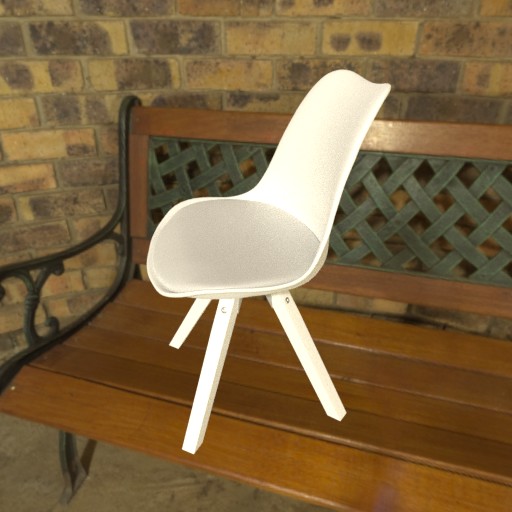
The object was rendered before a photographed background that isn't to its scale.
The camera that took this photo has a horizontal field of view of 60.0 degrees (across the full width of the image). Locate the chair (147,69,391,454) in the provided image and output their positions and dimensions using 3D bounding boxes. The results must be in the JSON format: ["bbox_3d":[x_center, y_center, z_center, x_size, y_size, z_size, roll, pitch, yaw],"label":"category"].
[{"bbox_3d":[0.000,0.000,1.145,0.550,0.850,0.485,-8,31,-12],"label":"chair"}]
